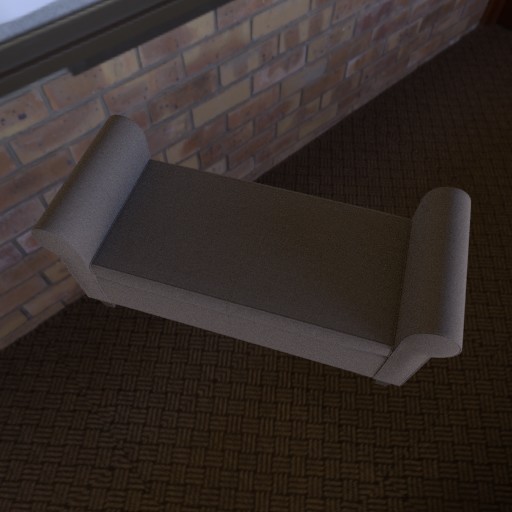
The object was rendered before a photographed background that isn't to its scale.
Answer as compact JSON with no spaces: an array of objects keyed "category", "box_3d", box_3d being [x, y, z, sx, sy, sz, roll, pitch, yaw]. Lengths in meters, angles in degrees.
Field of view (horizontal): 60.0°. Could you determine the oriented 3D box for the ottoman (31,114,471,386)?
[{"category":"ottoman","box_3d":[0.000,0.000,1.542,1.256,0.547,0.521,14,60,9]}]
